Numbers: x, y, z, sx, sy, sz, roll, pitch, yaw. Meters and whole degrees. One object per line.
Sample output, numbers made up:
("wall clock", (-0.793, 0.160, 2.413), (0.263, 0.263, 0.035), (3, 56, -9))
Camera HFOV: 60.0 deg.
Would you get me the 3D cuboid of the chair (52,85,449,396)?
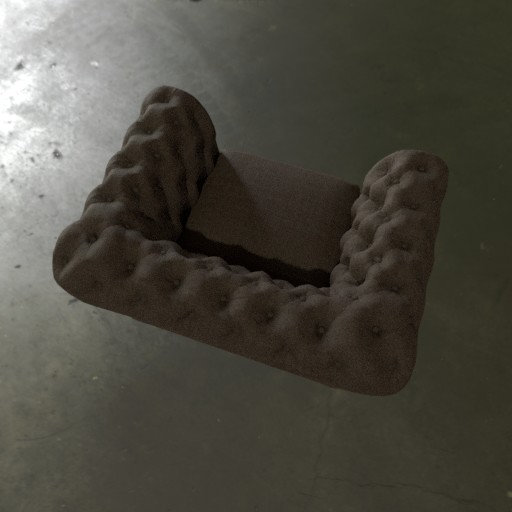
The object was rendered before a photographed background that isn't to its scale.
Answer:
("chair", (0.000, 0.000, 1.873), (1.298, 0.780, 0.945), (17, 65, 8))
